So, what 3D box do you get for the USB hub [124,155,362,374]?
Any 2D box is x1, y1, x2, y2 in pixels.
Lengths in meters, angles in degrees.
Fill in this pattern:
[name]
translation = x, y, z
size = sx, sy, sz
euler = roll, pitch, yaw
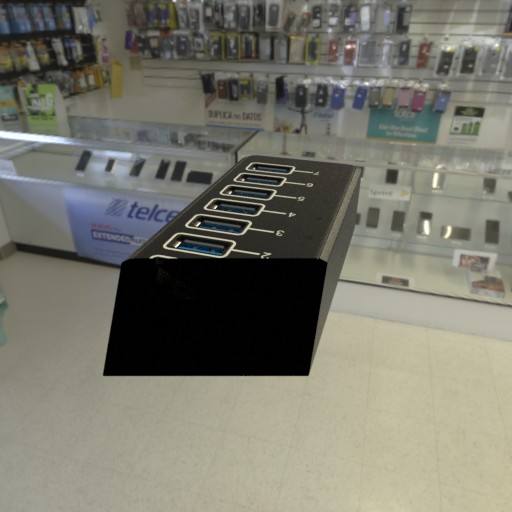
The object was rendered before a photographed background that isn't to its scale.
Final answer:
[USB hub]
translation = 0.000, 0.000, 0.124
size = 0.044, 0.023, 0.110
euler = 9, 31, 16
